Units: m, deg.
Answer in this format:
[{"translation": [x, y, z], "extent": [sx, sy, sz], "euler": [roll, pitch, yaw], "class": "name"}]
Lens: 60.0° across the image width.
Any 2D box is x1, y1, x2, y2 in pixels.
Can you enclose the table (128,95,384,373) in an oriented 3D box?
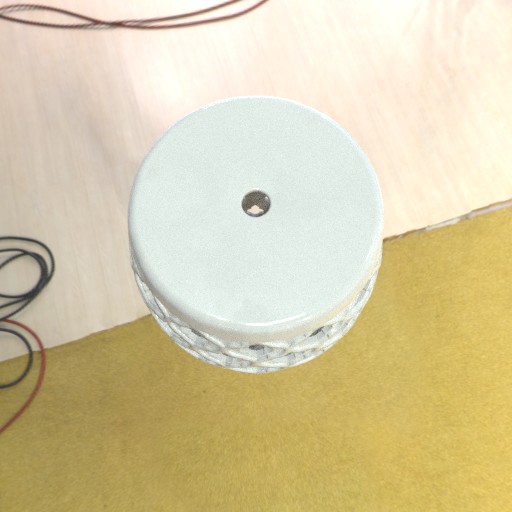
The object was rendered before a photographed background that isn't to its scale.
[{"translation": [0.000, 0.000, 0.633], "extent": [0.325, 0.388, 0.325], "euler": [0, 74, 0], "class": "table"}]
